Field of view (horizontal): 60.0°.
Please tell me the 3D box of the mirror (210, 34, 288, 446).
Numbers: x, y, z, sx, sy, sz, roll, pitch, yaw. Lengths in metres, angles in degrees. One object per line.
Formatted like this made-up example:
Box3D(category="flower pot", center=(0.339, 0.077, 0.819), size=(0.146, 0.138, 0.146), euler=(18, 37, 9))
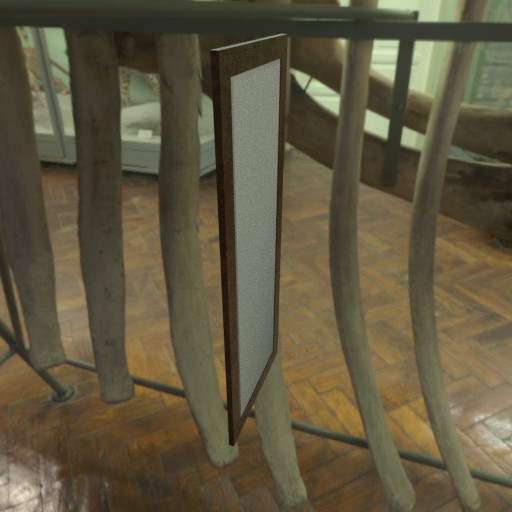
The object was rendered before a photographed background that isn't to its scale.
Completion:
Box3D(category="mirror", center=(0.000, 0.000, 2.317), size=(0.032, 2.031, 0.812), euler=(10, 32, 17))
